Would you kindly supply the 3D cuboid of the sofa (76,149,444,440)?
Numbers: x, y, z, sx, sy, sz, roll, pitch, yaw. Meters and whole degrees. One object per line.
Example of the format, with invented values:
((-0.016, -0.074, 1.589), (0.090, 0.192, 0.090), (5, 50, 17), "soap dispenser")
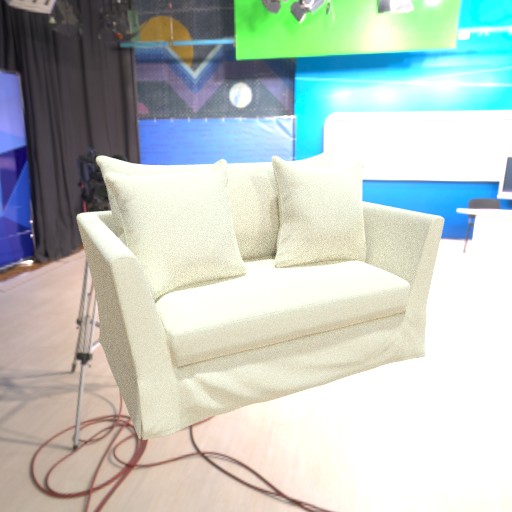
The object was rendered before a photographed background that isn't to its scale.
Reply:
((0.000, 0.000, 2.300), (1.608, 1.039, 1.026), (-8, 17, -26), "sofa")
